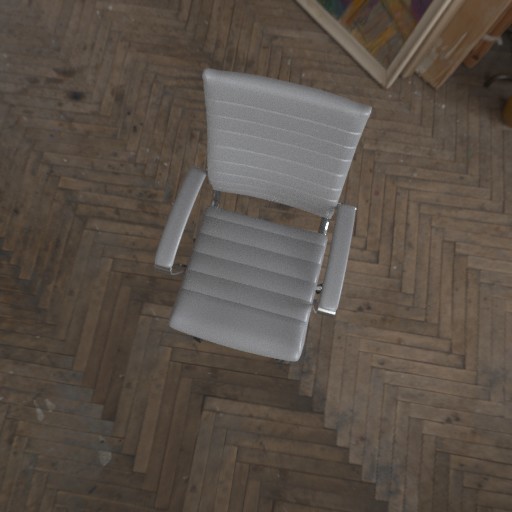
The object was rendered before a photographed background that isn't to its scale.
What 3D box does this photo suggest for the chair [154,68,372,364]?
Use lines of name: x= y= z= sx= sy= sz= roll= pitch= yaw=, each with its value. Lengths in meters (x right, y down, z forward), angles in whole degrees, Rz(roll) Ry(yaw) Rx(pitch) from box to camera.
chair: x=0.000 y=0.000 z=1.604 sx=0.679 sy=1.149 sz=0.667 roll=15 pitch=76 yaw=4
